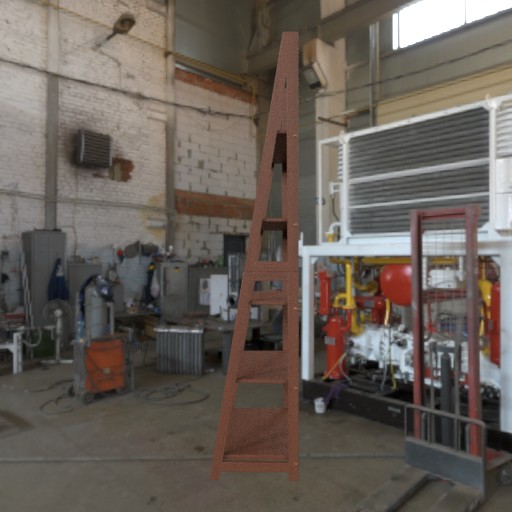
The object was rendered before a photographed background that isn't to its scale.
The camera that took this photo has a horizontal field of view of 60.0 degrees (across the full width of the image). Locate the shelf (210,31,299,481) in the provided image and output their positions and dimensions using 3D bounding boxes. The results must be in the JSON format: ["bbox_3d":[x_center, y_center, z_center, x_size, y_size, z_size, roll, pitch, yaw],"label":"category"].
[{"bbox_3d":[0.000,0.000,2.046,0.350,1.770,0.600,0,0,1],"label":"shelf"}]
